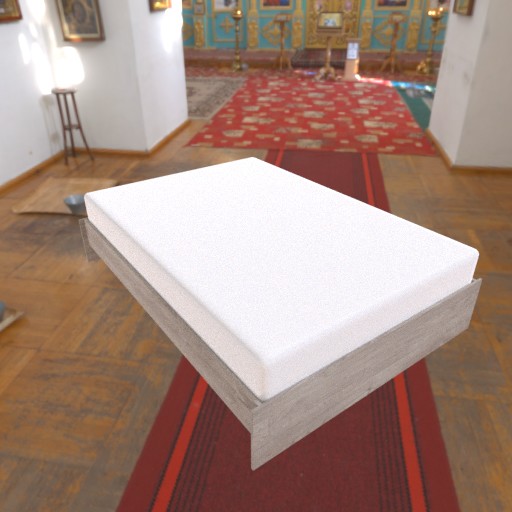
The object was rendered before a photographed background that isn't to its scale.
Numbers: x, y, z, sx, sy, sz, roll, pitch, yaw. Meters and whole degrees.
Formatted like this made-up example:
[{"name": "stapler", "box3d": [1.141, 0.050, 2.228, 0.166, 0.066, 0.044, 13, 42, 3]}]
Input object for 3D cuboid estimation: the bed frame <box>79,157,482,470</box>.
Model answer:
[{"name": "bed frame", "box3d": [0.000, 0.000, 2.611, 1.445, 0.497, 1.945, -20, 35, -31]}]
